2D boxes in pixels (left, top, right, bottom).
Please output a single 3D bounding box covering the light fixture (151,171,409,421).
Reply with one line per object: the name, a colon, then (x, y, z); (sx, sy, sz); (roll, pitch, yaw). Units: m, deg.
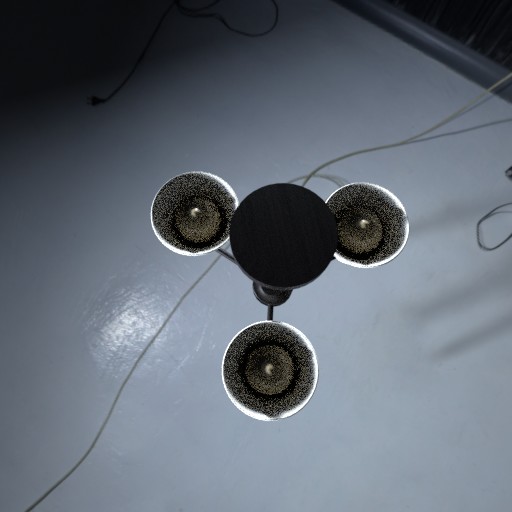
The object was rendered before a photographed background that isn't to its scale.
light fixture: (0.000, 0.000, 0.674); (0.354, 0.370, 0.388); (33, 78, 8)
